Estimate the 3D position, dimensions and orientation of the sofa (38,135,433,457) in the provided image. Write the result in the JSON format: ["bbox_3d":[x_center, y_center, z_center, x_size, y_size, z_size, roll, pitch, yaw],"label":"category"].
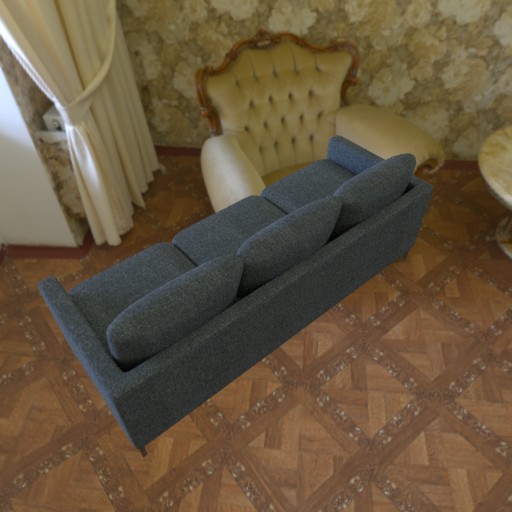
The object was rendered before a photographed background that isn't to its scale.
[{"bbox_3d":[0.000,0.000,2.659,2.218,0.874,0.859,-31,53,-27],"label":"sofa"}]
